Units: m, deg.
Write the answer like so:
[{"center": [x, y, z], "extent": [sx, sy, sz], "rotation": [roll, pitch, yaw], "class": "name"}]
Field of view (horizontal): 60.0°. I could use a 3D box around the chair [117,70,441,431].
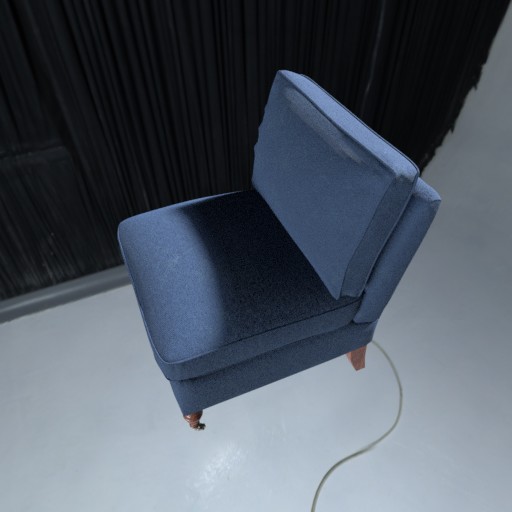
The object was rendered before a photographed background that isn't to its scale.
[{"center": [0.000, 0.000, 1.650], "extent": [0.912, 1.052, 0.724], "rotation": [-17, 48, -16], "class": "chair"}]
